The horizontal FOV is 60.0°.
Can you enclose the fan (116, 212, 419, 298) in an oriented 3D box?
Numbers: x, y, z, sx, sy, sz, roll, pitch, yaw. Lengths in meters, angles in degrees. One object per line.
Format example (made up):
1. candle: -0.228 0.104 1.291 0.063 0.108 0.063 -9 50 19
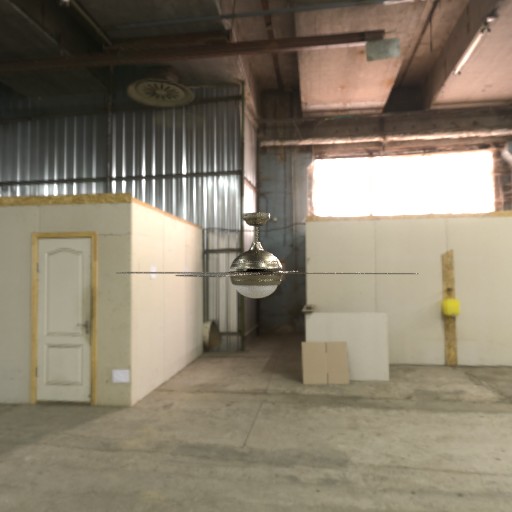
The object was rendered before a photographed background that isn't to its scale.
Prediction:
1. fan: 0.000 0.000 2.008 1.321 0.381 1.321 -1 -2 36
